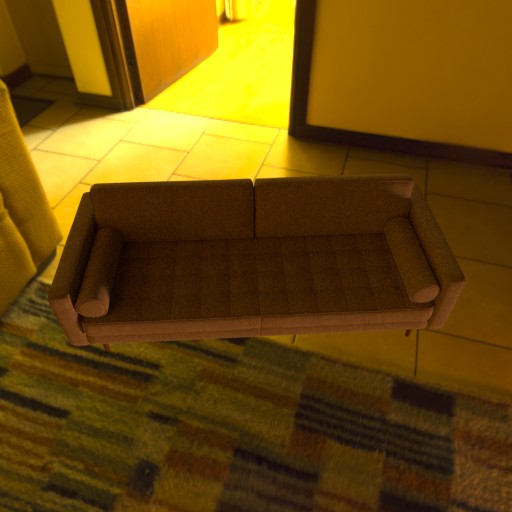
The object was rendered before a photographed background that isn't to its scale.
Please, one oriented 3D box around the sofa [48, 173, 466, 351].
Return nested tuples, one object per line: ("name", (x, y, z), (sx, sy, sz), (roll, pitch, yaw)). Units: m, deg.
("sofa", (0.000, 0.000, 2.721), (2.200, 0.770, 0.919), (-2, 46, -2))
